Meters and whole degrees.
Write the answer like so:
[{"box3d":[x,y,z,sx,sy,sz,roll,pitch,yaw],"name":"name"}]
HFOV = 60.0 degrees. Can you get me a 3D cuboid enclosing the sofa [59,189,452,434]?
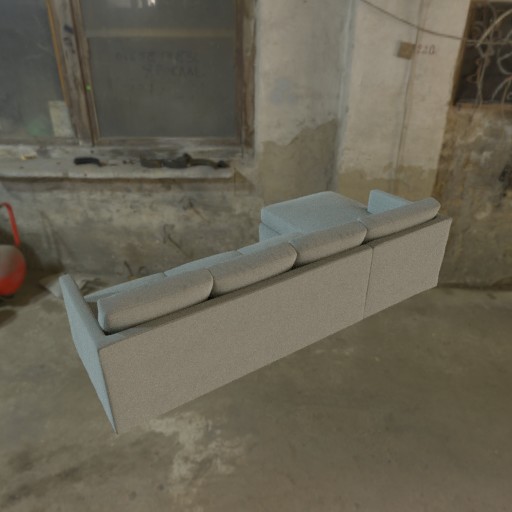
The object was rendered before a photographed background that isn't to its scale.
[{"box3d":[0.000,0.000,3.931,3.205,0.922,1.650,-18,34,-29],"name":"sofa"}]
